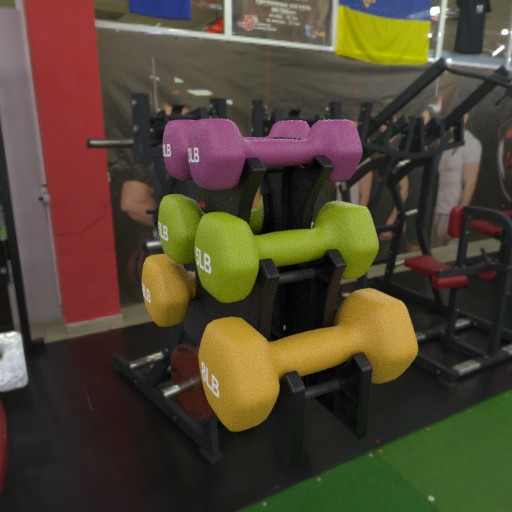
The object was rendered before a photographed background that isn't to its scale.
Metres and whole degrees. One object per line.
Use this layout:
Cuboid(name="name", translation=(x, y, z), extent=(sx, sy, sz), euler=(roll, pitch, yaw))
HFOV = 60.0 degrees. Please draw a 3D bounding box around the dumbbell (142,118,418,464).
Cuboid(name="dumbbell", translation=(0.000, 0.000, 0.462), extent=(0.190, 0.271, 0.300), euler=(-8, 18, -26))
